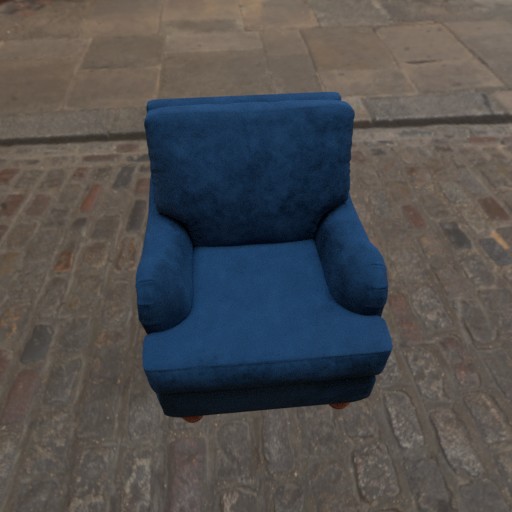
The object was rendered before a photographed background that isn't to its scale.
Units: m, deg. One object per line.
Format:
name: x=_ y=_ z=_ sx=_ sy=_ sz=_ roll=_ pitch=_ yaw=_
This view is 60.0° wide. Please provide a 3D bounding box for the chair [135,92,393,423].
chair: x=0.000 y=0.000 z=1.860 sx=0.895 sy=1.076 sz=1.078 roll=-4 pitch=46 yaw=-4
